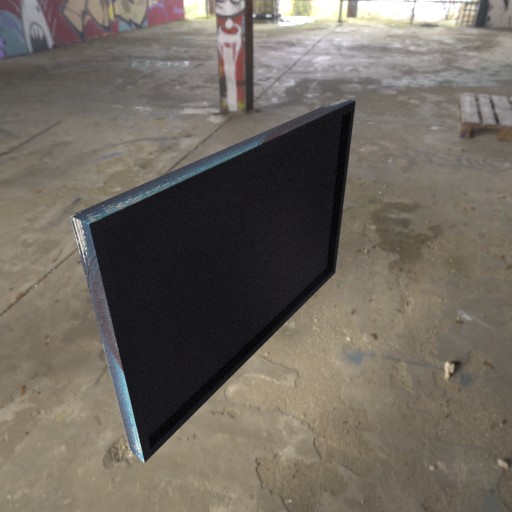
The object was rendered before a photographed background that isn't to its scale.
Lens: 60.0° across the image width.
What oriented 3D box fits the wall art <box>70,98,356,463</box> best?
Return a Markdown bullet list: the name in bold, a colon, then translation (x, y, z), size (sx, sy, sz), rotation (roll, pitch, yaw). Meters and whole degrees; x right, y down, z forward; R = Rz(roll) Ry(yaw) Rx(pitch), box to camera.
- **wall art**: translation (0.000, 0.000, 0.765), size (0.033, 0.406, 0.609), rotation (22, 39, 30)
